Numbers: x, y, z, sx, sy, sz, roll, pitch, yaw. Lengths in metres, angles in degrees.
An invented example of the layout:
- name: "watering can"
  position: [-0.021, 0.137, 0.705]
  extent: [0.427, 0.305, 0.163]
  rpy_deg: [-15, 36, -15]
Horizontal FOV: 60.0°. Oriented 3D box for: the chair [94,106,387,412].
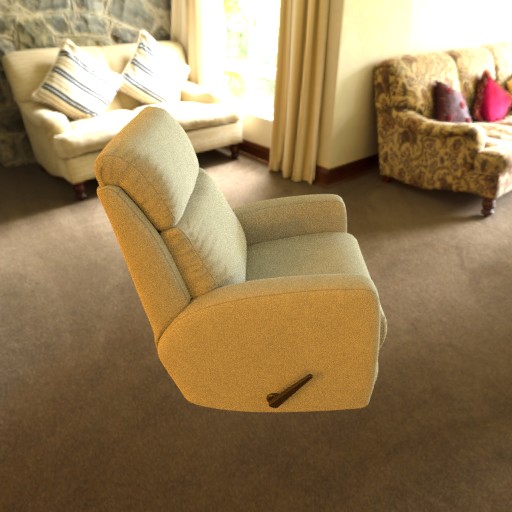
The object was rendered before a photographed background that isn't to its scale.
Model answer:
- name: "chair"
  position: [0.000, 0.000, 1.713]
  extent: [0.941, 1.015, 0.812]
  rpy_deg: [0, 31, 1]
